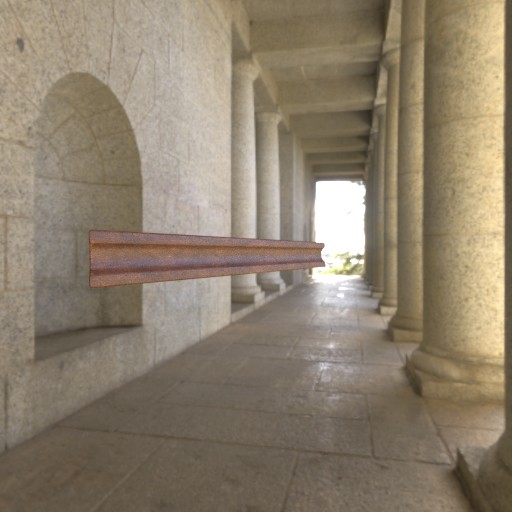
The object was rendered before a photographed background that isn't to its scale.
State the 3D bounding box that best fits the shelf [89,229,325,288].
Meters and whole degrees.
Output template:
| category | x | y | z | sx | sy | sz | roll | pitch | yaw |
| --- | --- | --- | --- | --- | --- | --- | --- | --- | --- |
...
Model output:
| category | x | y | z | sx | sy | sz | roll | pitch | yaw |
| --- | --- | --- | --- | --- | --- | --- | --- | --- | --- |
| shelf | 0.000 | 0.000 | 0.446 | 0.296 | 0.035 | 0.296 | 0 | 1 | -17 |
